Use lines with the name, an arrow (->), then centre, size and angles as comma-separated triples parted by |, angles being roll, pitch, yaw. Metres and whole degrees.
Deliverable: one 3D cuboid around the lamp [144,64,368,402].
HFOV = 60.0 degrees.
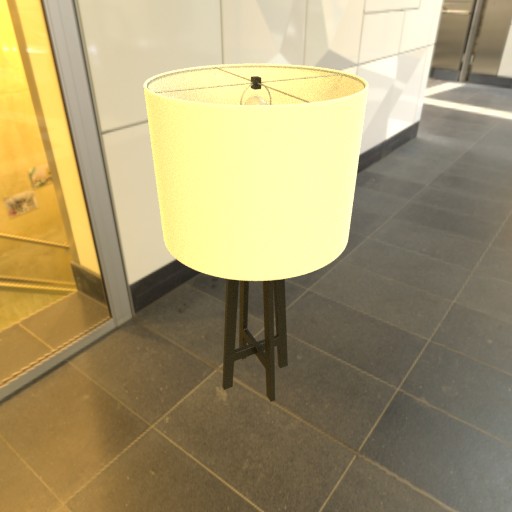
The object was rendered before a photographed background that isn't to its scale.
lamp -> 0.000, 0.000, 0.645 | 0.257, 0.489, 0.257 | 10, 33, 15
